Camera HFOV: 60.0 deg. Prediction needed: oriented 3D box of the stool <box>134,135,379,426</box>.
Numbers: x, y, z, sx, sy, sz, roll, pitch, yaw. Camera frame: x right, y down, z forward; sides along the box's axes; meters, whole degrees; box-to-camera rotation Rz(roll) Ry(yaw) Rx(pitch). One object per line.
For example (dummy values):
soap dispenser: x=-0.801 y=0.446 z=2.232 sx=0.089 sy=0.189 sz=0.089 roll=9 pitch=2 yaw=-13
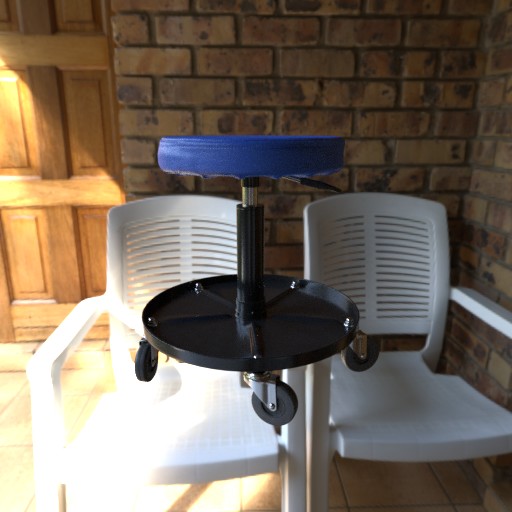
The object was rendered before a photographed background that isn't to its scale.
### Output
stool: x=0.000 y=0.000 z=0.699 sx=0.382 sy=0.365 sz=0.381 roll=-2 pitch=16 yaw=-8
